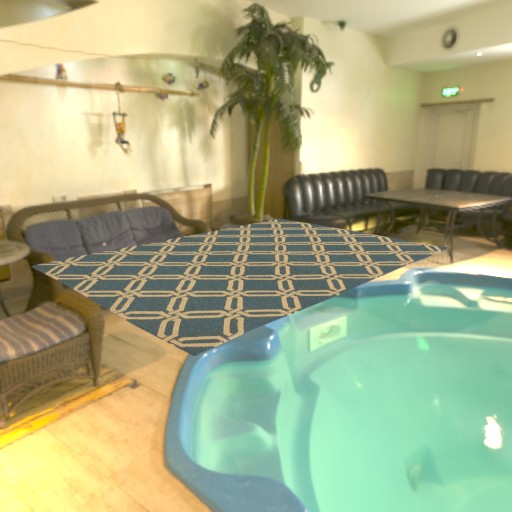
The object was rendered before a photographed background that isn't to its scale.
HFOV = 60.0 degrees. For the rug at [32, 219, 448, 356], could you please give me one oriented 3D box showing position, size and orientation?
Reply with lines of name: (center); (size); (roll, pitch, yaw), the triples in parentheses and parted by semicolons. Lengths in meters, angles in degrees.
rug: (0.000, 0.000, 2.735); (1.524, 0.013, 2.135); (14, 21, 43)
